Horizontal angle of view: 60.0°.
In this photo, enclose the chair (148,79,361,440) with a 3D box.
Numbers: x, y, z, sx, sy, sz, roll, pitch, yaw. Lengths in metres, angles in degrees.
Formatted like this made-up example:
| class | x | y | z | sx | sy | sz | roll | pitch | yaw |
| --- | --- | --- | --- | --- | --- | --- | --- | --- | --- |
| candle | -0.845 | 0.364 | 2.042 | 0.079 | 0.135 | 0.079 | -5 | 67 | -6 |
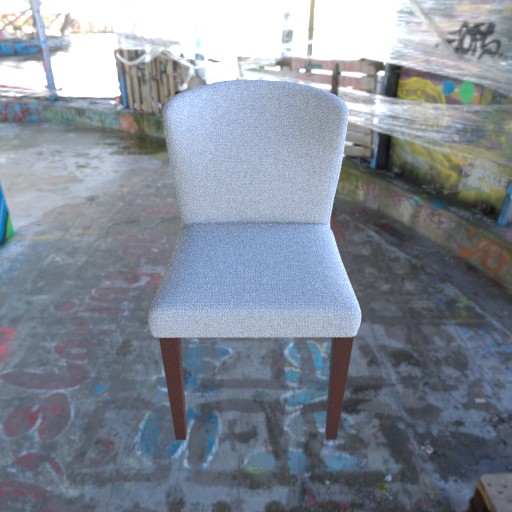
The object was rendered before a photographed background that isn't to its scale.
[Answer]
| class | x | y | z | sx | sy | sz | roll | pitch | yaw |
| --- | --- | --- | --- | --- | --- | --- | --- | --- | --- |
| chair | 0.000 | 0.000 | 1.222 | 0.491 | 0.839 | 0.589 | 0 | 30 | 0 |
